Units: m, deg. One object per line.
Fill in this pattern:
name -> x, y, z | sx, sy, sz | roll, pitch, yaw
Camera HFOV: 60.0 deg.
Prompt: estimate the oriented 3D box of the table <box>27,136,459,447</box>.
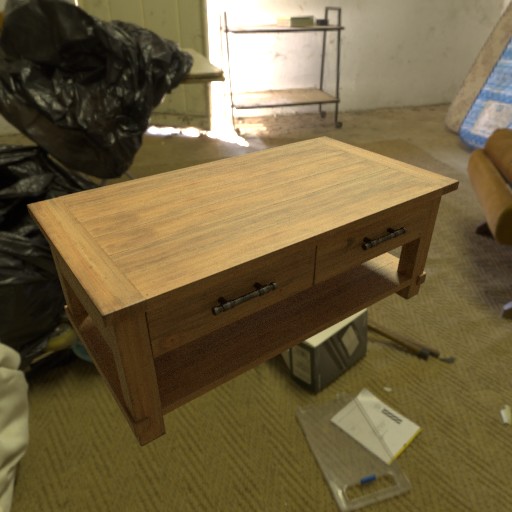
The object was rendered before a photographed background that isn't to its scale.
table -> 0.000, 0.000, 1.588 | 1.270, 0.494, 0.693 | -21, 37, -30
